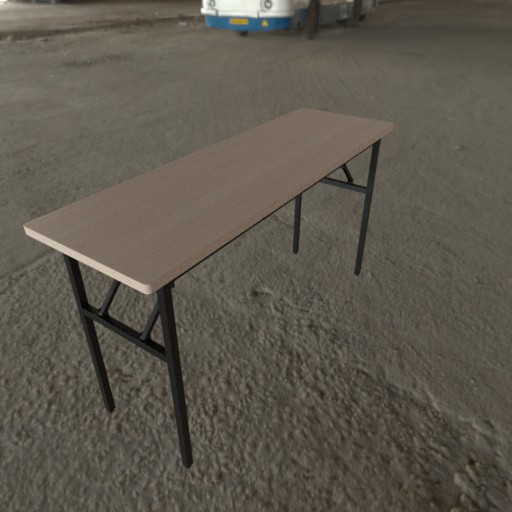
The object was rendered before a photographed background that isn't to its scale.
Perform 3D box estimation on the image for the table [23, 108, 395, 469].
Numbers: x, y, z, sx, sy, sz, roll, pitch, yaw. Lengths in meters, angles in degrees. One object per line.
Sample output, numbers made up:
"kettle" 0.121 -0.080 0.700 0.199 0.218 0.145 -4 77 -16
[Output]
"table" 0.000 0.000 1.678 0.447 0.750 1.397 21 38 29
